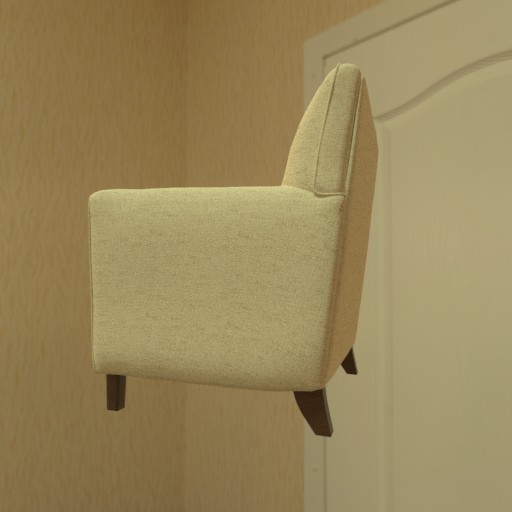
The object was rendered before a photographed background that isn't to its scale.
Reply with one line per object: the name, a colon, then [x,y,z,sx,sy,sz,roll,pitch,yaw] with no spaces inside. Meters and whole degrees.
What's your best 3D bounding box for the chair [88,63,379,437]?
chair: [0.000,0.000,1.579,0.823,0.943,0.870,-1,-2,18]
